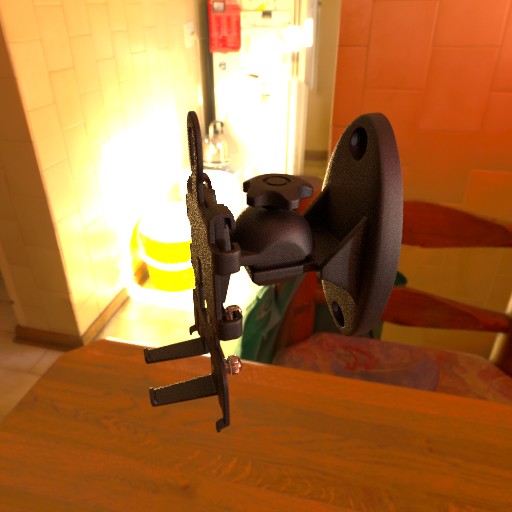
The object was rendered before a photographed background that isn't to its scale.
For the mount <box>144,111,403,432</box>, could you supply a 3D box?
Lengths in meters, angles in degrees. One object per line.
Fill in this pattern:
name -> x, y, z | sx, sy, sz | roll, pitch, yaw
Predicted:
mount -> 0.000, 0.000, 0.182 | 0.100, 0.118, 0.066 | -9, 31, -15
